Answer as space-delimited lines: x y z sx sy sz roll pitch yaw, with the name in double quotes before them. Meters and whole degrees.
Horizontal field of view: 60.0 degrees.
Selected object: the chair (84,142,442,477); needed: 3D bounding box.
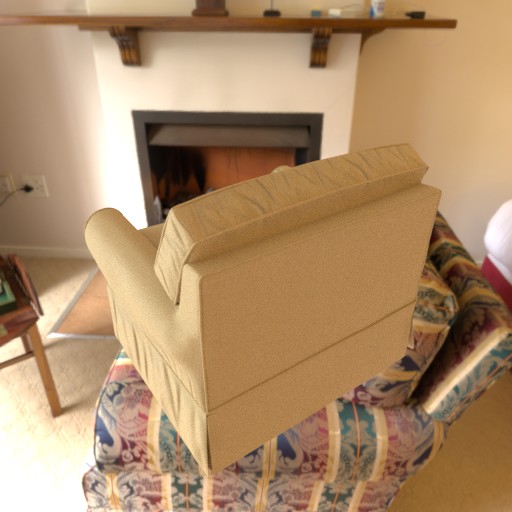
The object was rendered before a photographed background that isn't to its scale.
"chair" 0.000 0.000 1.777 1.096 0.937 0.903 -20 36 -30
